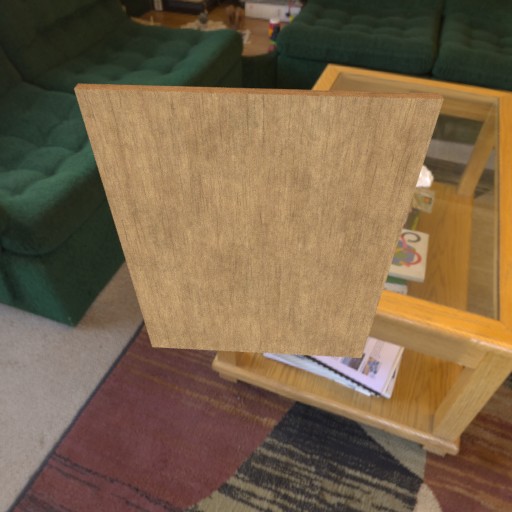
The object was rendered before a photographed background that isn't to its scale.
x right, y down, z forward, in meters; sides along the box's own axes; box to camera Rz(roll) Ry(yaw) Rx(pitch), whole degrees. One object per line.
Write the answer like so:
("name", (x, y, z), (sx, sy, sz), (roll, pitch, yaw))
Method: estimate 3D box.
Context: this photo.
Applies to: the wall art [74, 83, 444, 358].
("wall art", (0.000, 0.000, 0.890), (0.534, 0.686, 0.018), (2, 46, 2))
